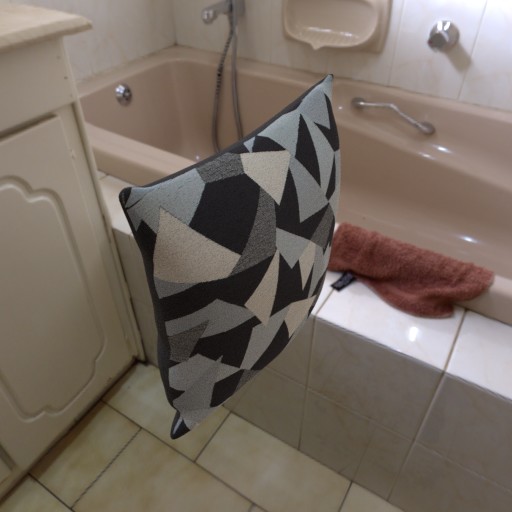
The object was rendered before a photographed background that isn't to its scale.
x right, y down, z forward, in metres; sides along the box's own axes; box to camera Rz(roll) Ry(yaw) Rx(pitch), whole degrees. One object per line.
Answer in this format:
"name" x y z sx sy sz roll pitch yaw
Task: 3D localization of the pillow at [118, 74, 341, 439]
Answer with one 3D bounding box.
"pillow" 0.000 0.000 0.768 0.208 0.496 0.503 24 45 26
